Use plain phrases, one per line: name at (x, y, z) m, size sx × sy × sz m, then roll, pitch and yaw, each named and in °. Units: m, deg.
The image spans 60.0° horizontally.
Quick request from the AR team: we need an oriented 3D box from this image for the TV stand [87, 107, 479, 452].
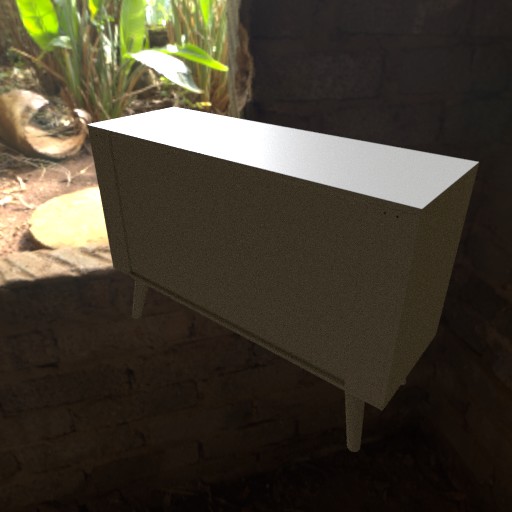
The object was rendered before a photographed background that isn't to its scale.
TV stand at (0.000, 0.000, 1.561) m, size 1.193 × 0.812 × 0.406 m, roll 21°, pitch 36°, yaw 33°
